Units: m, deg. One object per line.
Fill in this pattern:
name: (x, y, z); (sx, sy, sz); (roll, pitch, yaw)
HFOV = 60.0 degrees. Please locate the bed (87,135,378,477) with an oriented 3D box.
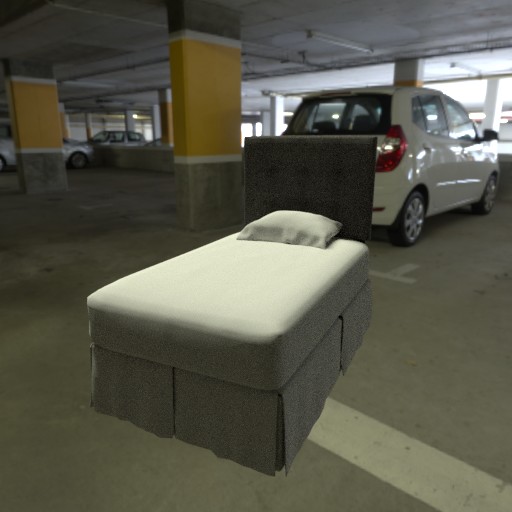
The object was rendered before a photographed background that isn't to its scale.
bed: (0.000, 0.000, 2.988); (1.261, 1.571, 1.997); (7, 17, 25)
